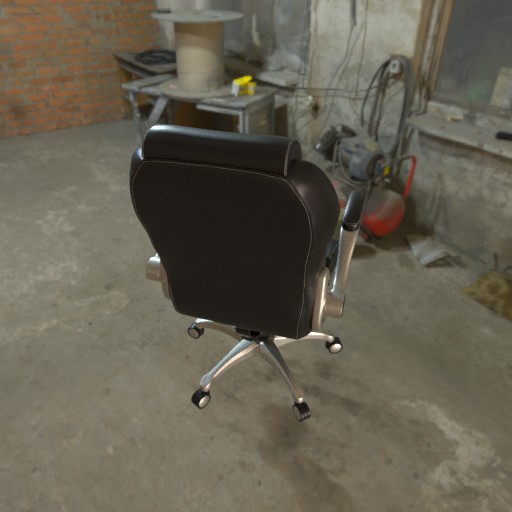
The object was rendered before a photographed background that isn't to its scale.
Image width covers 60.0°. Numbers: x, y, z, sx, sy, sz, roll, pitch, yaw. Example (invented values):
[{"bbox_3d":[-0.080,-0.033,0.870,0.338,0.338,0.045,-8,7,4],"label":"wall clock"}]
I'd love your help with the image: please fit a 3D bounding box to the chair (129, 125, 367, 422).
[{"bbox_3d":[0.000,0.000,1.666,0.724,1.141,0.801,10,34,15],"label":"chair"}]
